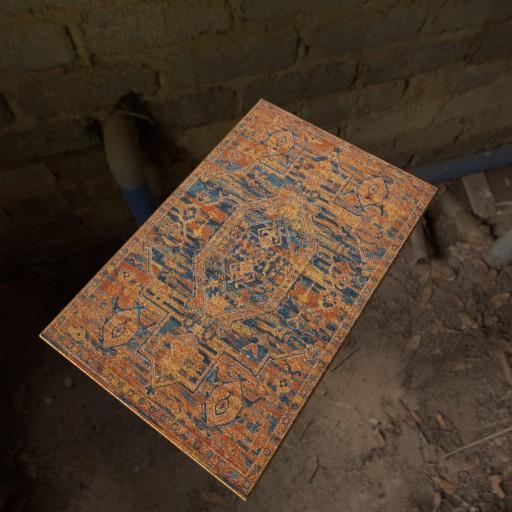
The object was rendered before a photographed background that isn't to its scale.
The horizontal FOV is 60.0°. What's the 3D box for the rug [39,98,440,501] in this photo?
[{"bbox_3d":[0.000,0.000,1.056,0.557,0.008,0.863,32,68,15],"label":"rug"}]
